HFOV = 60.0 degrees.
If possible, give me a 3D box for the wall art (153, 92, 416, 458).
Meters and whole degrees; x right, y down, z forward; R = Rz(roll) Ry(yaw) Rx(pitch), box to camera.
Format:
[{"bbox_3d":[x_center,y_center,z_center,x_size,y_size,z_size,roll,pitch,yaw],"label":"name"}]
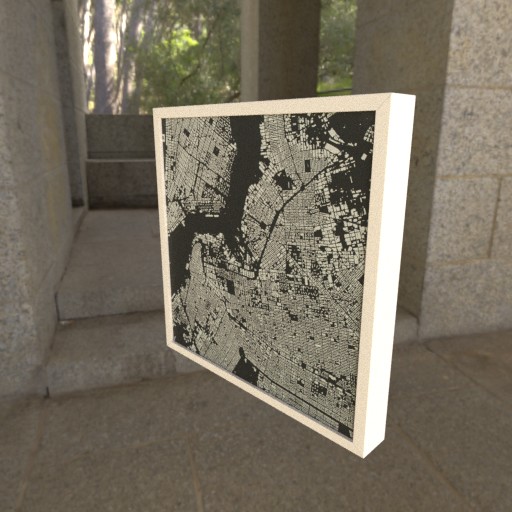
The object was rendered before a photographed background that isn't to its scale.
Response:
[{"bbox_3d":[0.000,0.000,0.467,0.305,0.305,0.037,15,22,43],"label":"wall art"}]
